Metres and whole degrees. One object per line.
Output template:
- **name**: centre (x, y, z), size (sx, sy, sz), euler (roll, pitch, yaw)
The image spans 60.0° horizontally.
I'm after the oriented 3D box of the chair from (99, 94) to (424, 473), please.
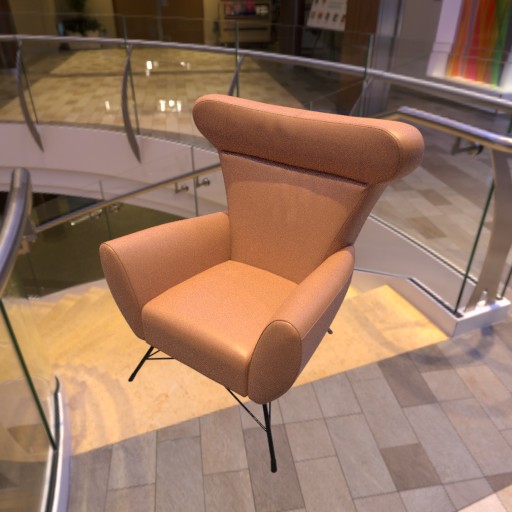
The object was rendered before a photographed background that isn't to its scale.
- **chair**: centre (0.000, 0.000, 1.764), size (0.980, 1.050, 0.900), euler (20, 37, 29)
